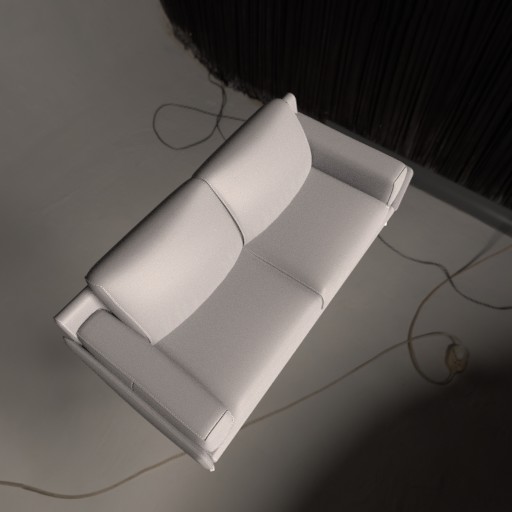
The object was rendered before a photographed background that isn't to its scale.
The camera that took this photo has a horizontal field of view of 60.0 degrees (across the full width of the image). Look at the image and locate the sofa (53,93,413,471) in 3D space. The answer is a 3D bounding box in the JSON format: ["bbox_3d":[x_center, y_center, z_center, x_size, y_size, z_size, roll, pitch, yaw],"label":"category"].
[{"bbox_3d":[0.000,0.000,2.596,0.969,0.900,2.100,32,64,18],"label":"sofa"}]
